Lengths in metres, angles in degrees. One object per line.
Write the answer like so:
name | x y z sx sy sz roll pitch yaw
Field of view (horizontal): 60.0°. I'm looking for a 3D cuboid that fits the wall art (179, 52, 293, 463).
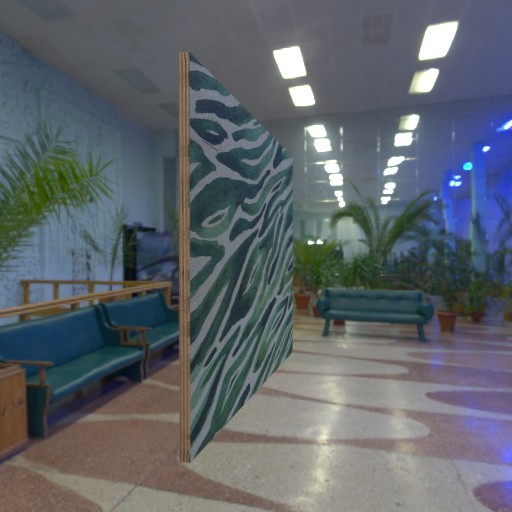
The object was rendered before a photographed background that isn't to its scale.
wall art | 0.000 0.000 0.685 0.012 0.408 0.508 0 1 16
